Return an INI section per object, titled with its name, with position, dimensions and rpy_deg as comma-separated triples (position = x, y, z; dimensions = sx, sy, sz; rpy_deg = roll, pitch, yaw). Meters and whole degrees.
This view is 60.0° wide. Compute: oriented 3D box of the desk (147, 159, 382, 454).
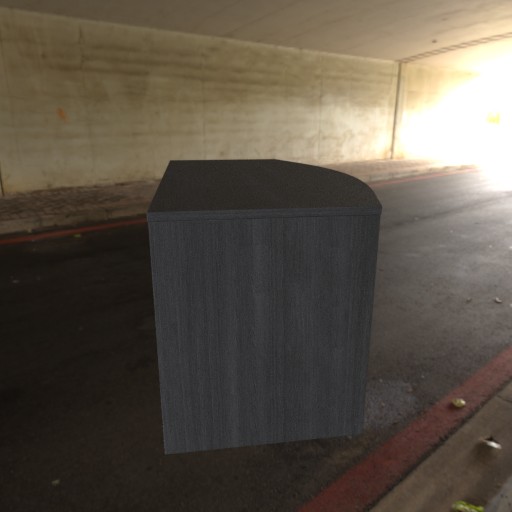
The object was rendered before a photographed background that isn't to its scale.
[desk]
position = 0.000, 0.000, 2.056
dimensions = 0.802, 0.750, 1.600
rpy_deg = -2, 17, -8
